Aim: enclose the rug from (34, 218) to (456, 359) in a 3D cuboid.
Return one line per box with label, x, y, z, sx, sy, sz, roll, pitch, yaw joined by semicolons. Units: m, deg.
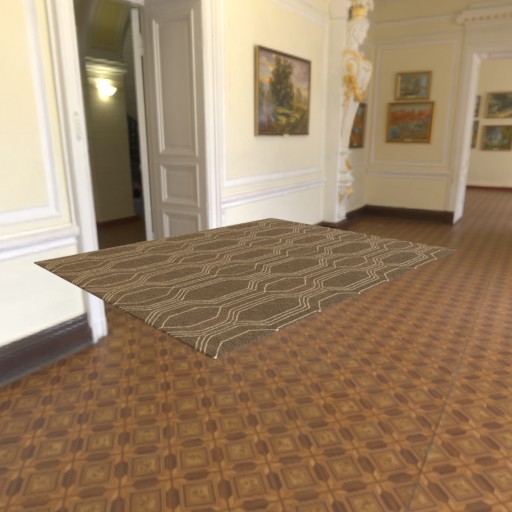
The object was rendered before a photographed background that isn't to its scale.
rug;0.000;0.000;4.096;2.457;0.012;3.062;15;21;43
